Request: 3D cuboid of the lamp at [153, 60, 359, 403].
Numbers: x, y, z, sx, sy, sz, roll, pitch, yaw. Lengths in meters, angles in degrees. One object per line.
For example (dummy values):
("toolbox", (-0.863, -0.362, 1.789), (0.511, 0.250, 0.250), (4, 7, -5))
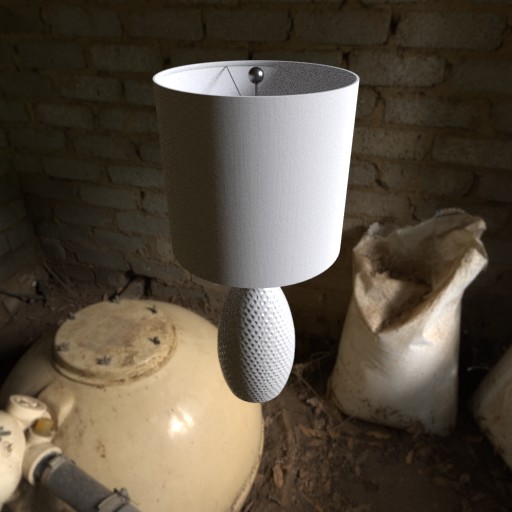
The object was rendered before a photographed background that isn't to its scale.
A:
("lamp", (0.000, 0.000, 0.587), (0.214, 0.466, 0.214), (-11, 33, -18))
